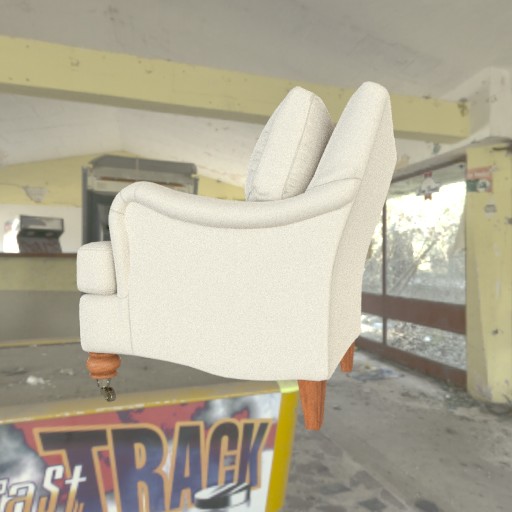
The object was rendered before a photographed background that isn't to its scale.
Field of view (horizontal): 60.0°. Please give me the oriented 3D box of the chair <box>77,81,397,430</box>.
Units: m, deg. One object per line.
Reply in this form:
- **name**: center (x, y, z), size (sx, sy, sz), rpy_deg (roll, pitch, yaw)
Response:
- **chair**: center (0.000, 0.000, 1.790), size (1.070, 1.038, 0.955), rpy_deg (0, -1, 19)
